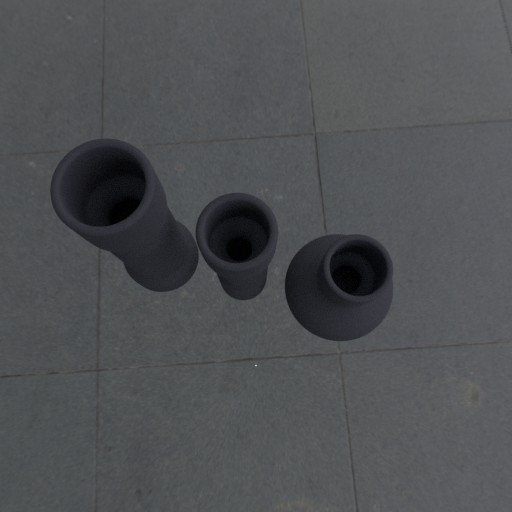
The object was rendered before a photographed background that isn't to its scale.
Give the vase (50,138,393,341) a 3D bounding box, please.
[{"bbox_3d":[0.000,0.000,0.430,0.307,0.249,0.120,11,76,3],"label":"vase"}]
